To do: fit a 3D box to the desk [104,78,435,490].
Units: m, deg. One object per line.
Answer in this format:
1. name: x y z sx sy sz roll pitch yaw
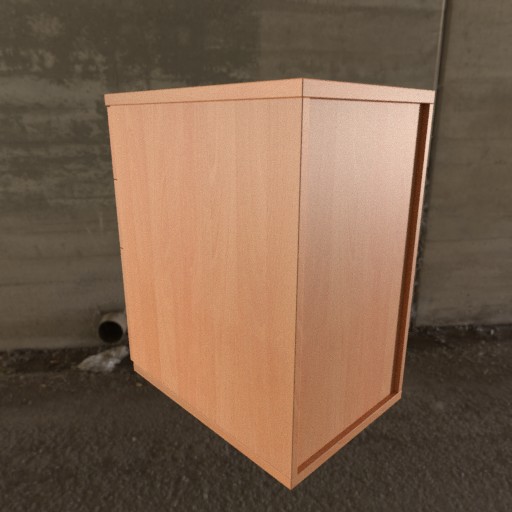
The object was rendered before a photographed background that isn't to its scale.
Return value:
1. desk: 0.000 0.000 1.053 0.404 0.730 0.600 -16 23 -42
